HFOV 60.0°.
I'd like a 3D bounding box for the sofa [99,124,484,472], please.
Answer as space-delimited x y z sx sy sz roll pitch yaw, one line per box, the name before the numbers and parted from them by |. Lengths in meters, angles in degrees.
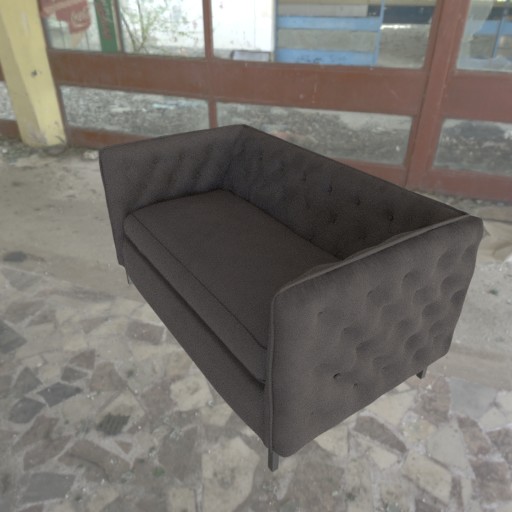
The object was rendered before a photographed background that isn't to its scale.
sofa | 0.000 0.000 2.056 0.909 0.810 1.583 -19 36 -29
